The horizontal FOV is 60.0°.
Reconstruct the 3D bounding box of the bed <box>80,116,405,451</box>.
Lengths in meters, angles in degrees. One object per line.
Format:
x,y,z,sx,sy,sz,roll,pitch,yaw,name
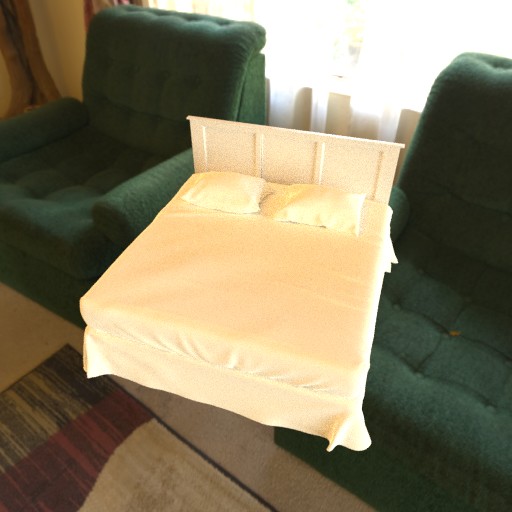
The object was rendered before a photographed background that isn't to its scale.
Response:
0.000,0.000,3.590,2.317,1.273,2.215,12,41,14,bed
